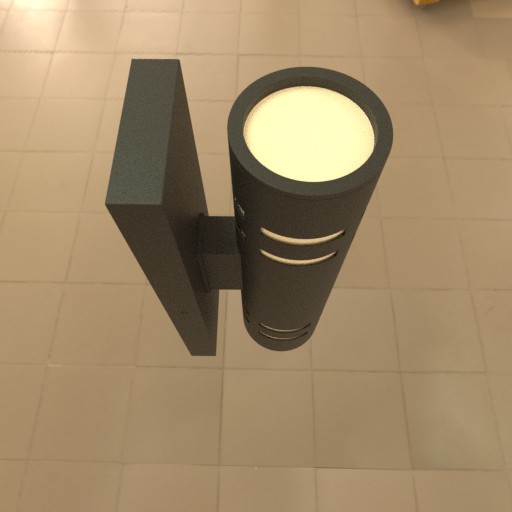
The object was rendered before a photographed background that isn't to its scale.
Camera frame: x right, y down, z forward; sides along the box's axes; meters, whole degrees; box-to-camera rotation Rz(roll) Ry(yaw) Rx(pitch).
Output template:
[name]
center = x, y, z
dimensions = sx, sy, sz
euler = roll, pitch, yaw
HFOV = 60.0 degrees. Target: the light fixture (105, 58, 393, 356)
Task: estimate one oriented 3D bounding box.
[light fixture]
center = 0.000, 0.000, 0.391
dimensions = 0.149, 0.330, 0.105
euler = 1, 64, 0
